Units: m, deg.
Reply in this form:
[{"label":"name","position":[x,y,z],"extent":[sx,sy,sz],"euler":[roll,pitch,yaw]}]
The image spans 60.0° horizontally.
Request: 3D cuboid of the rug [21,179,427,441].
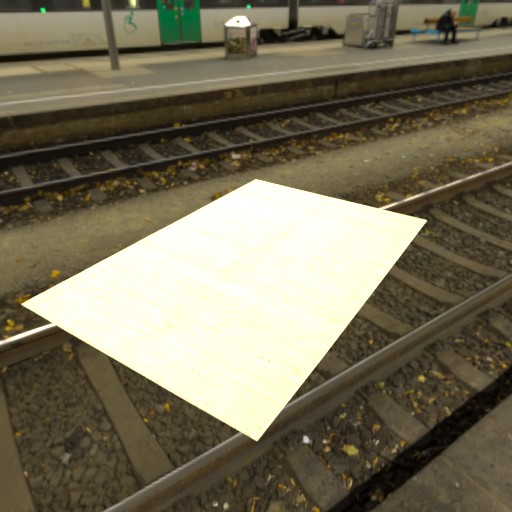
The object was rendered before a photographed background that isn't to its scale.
[{"label":"rug","position":[0.000,0.000,2.314],"extent":[1.250,0.015,1.850],"euler":[19,35,29]}]
